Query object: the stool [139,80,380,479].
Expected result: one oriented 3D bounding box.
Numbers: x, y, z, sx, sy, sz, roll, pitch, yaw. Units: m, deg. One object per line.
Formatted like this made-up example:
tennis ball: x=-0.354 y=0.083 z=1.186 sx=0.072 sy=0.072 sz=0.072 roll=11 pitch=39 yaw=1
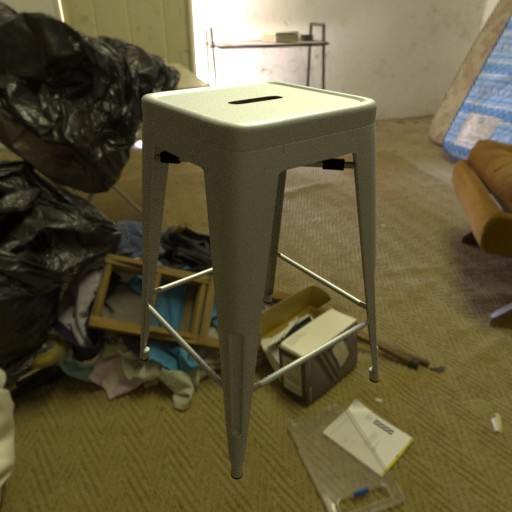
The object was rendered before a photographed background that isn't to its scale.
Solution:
stool: x=0.000 y=0.000 z=0.890 sx=0.406 sy=0.610 sz=0.406 roll=-21 pitch=36 yaw=-32
